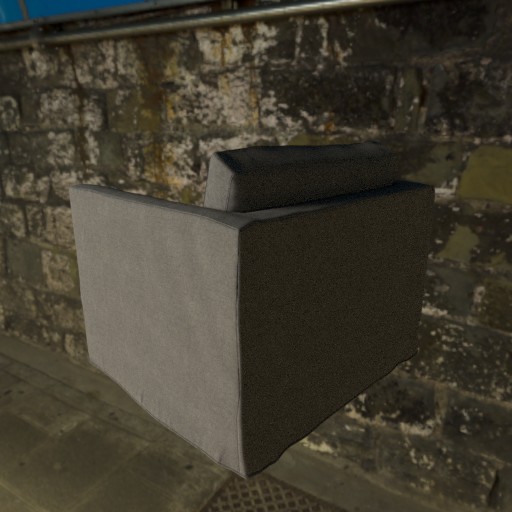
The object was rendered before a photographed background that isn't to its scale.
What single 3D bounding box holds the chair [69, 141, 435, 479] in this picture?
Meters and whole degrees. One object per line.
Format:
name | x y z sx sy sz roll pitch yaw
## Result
chair | 0.000 0.000 1.717 1.057 0.863 0.949 -16 23 -43
